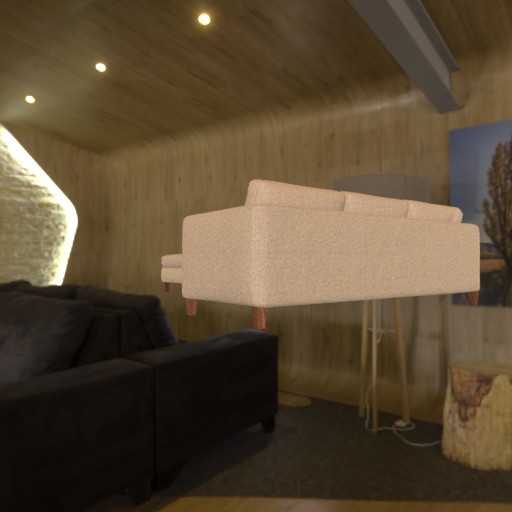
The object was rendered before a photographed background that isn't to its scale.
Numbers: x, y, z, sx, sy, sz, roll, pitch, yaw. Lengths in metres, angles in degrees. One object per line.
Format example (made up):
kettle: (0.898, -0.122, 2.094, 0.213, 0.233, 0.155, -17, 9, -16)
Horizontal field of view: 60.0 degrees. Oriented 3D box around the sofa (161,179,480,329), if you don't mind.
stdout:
sofa: (0.000, 0.000, 4.570, 2.551, 0.889, 3.403, 1, -1, -36)
